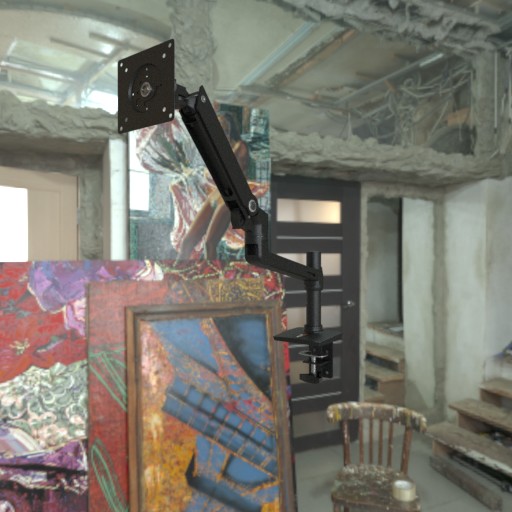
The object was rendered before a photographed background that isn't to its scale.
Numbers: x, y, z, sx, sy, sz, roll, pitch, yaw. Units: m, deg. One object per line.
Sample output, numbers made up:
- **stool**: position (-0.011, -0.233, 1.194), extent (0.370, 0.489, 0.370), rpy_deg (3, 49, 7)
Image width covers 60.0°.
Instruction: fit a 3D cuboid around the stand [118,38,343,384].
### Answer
- **stand**: position (0.000, 0.000, 1.027), extent (0.152, 0.713, 0.650), rpy_deg (0, 0, 36)
